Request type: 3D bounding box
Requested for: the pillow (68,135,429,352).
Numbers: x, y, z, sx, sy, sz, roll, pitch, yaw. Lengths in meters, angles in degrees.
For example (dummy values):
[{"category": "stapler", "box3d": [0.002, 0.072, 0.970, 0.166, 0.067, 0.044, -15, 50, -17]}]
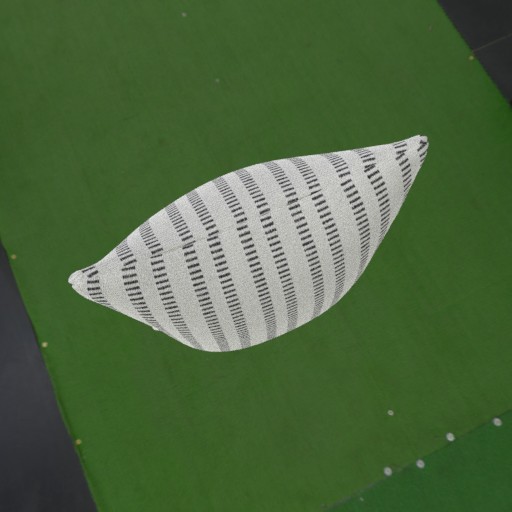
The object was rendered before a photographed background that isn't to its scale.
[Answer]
[{"category": "pillow", "box3d": [0.000, 0.000, 0.686, 0.438, 0.419, 0.247, -23, 77, -6]}]
